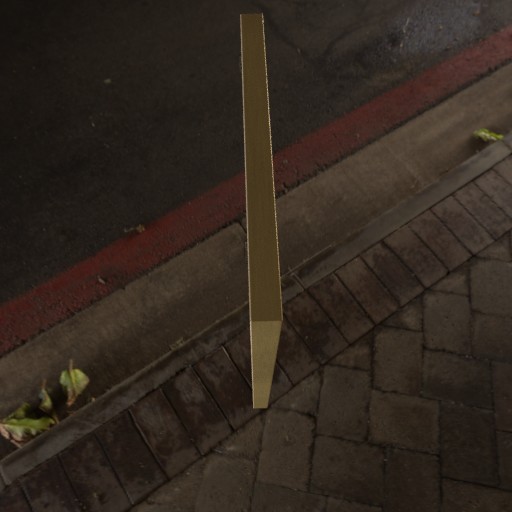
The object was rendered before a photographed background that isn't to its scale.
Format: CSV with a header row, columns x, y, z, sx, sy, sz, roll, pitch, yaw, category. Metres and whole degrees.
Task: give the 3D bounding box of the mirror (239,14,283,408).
x,y,z,sx,sy,sz,roll,pitch,yaw,category
0.000,0.000,0.910,0.040,0.710,0.507,-2,64,-1,mirror
